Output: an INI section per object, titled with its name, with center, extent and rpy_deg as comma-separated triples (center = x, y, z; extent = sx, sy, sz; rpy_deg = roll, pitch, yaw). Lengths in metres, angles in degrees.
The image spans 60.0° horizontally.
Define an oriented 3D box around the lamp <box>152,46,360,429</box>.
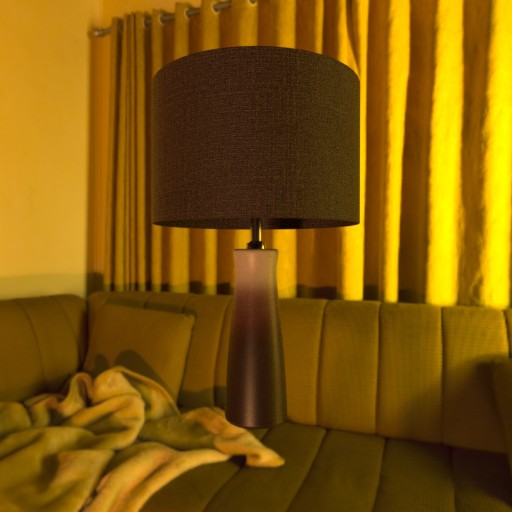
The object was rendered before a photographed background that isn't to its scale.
[lamp]
center = 0.000, 0.000, 0.664
extent = 0.303, 0.488, 0.303
rpy_deg = 0, 1, 0
